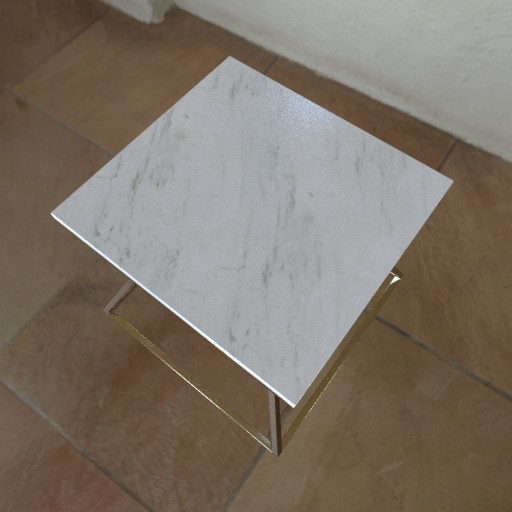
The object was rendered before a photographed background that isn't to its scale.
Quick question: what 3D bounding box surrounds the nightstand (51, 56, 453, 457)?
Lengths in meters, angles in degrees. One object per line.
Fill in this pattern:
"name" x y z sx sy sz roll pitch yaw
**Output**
"nightstand" 0.000 0.000 0.882 0.513 0.426 0.514 35 69 15
